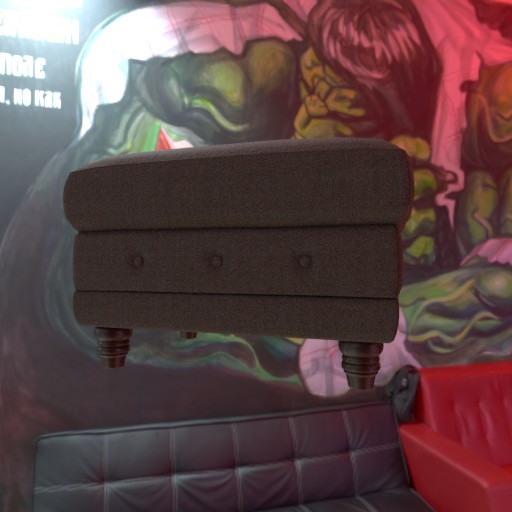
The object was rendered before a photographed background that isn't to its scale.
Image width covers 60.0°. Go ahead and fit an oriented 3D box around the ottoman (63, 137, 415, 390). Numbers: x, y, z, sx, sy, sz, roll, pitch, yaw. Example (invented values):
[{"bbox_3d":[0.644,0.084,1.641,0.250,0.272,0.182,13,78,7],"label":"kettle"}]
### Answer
[{"bbox_3d":[0.000,0.000,1.219,0.809,0.555,0.599,0,-1,17],"label":"ottoman"}]
